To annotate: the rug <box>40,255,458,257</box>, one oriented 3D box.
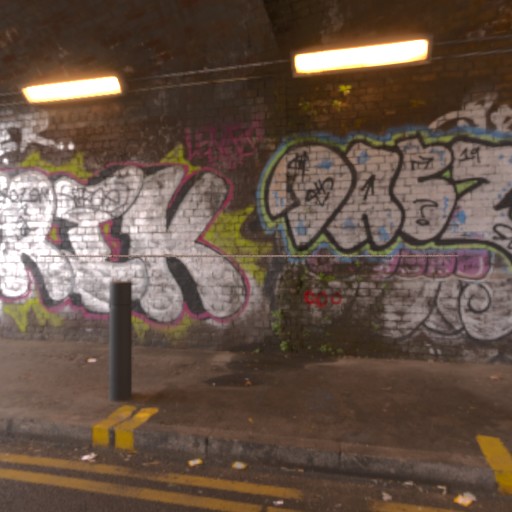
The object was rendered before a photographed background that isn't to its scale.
[{"bbox_3d":[0.000,0.000,3.036,2.457,0.009,1.512,0,0,-36],"label":"rug"}]
